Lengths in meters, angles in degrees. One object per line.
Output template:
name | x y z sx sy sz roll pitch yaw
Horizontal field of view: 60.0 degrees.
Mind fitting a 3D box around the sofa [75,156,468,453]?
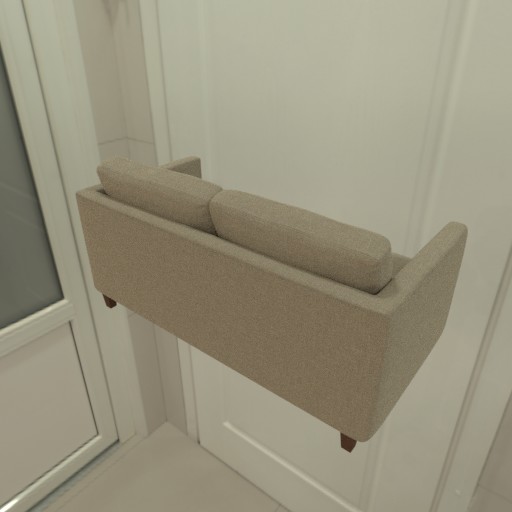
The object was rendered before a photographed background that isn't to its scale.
sofa | 0.000 0.000 2.410 1.884 0.947 0.951 21 35 33
